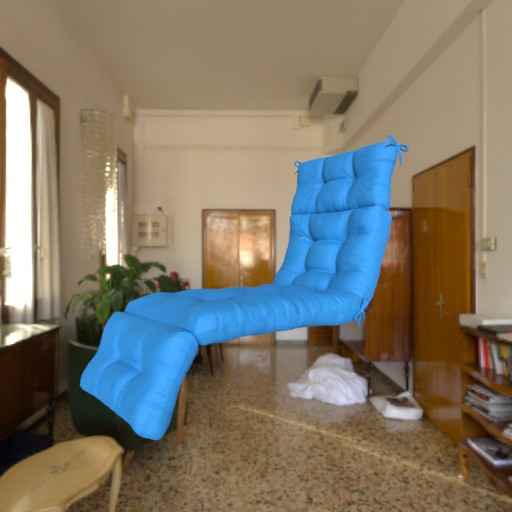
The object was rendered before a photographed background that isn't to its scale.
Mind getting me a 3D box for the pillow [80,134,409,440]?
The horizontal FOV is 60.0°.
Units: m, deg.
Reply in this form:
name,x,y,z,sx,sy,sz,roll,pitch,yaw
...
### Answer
name,x,y,z,sx,sy,sz,roll,pitch,yaw
pillow,0.000,0.000,1.484,1.016,0.863,0.526,0,0,-37
